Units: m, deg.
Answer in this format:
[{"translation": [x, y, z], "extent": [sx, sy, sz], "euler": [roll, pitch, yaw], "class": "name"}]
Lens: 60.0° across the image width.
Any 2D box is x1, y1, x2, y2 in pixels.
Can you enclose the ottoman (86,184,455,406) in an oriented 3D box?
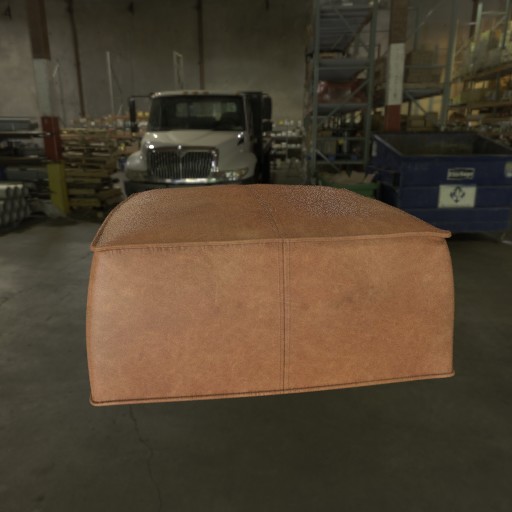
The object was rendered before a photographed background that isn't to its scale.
[{"translation": [0.000, 0.000, 1.364], "extent": [0.901, 0.395, 0.902], "euler": [-2, 16, -8], "class": "ottoman"}]
